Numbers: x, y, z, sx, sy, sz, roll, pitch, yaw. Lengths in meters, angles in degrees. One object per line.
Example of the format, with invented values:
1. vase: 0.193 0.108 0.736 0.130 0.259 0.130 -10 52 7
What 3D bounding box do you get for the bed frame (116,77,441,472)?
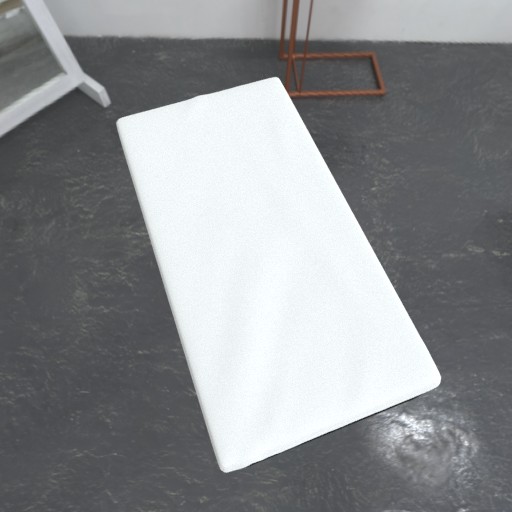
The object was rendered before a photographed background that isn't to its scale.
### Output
1. bed frame: 0.000 0.000 2.385 0.989 0.619 1.903 -18 65 -9
